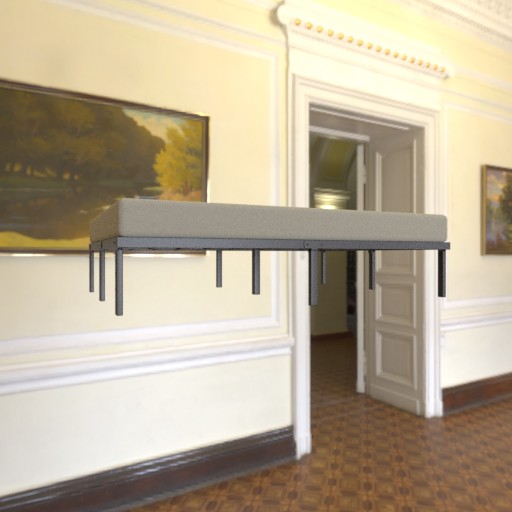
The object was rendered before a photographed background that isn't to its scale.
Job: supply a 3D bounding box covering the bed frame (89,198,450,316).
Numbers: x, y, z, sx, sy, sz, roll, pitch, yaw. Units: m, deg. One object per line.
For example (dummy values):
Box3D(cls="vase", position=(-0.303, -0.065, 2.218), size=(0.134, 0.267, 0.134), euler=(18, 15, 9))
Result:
Box3D(cls="bed frame", position=(0.000, 0.000, 3.922), size=(2.842, 0.680, 2.205), euler=(0, 0, -18))
